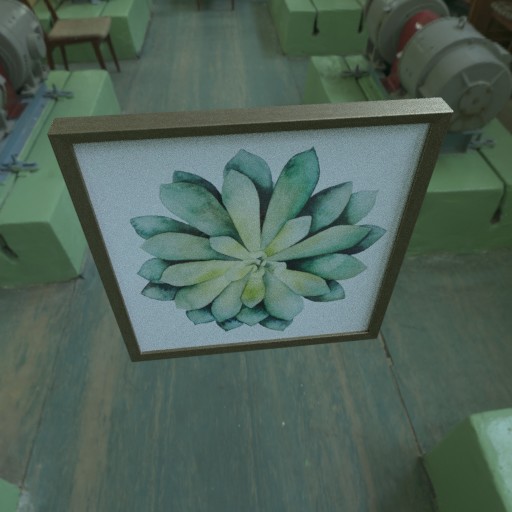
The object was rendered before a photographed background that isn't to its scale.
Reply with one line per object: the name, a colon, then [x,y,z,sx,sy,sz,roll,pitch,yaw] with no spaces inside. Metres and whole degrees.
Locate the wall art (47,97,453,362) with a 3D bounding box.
wall art: [0.000,0.000,0.738,0.503,0.506,0.040,-5,45,-5]
